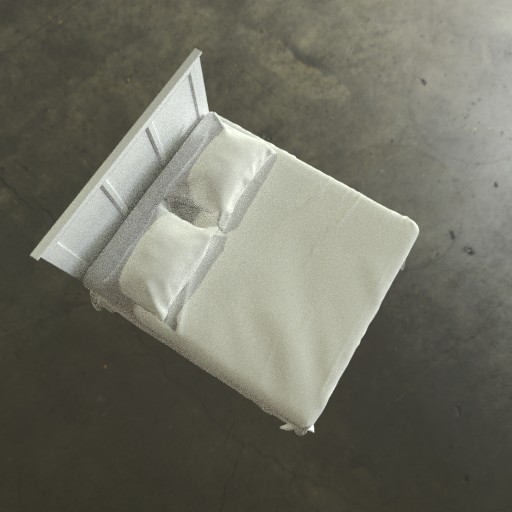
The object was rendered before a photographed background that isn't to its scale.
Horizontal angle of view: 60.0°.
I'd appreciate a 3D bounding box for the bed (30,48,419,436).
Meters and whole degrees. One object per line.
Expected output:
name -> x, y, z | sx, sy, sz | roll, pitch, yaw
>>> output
bed -> 0.000, 0.000, 3.140 | 2.047, 1.269, 1.876 | 31, 76, 8
